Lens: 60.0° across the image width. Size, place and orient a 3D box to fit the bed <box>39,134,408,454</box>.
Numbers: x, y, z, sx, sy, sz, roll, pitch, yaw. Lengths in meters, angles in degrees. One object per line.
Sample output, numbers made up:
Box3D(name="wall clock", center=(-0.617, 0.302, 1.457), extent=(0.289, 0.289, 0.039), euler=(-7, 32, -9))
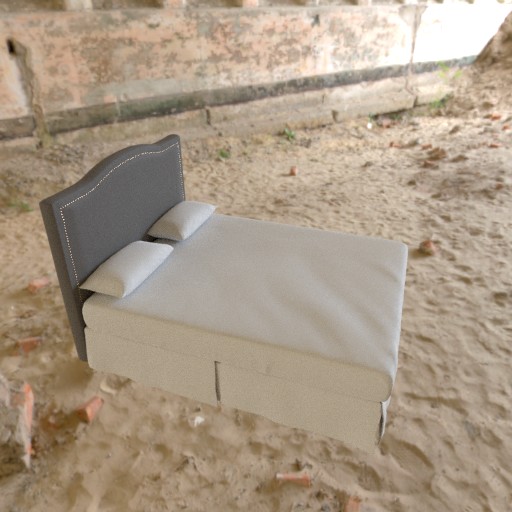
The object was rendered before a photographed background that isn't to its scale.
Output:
Box3D(name="bed", center=(0.000, 0.000, 3.429), extent=(2.282, 1.436, 1.821), euler=(10, 32, 17))
